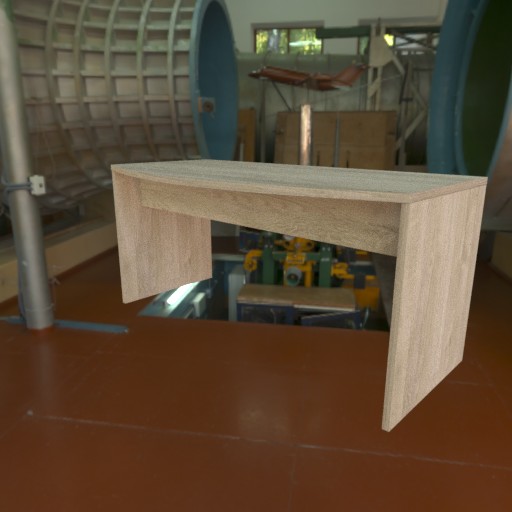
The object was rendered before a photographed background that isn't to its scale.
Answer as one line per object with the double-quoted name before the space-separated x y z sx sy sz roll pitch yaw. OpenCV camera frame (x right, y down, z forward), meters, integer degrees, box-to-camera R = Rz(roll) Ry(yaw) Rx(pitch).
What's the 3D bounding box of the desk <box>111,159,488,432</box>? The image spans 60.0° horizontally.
"desk" 0.000 0.000 1.990 1.600 0.752 0.802 14 21 42
